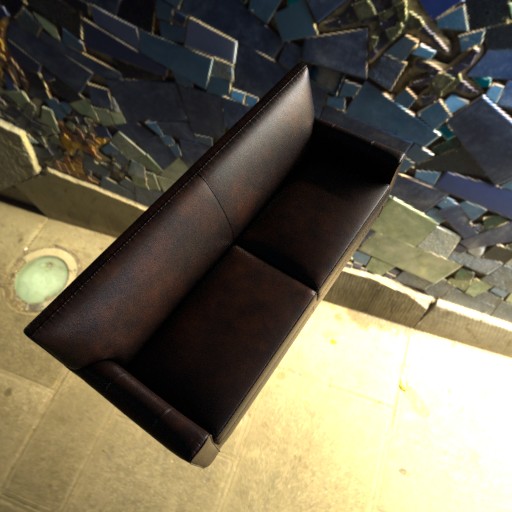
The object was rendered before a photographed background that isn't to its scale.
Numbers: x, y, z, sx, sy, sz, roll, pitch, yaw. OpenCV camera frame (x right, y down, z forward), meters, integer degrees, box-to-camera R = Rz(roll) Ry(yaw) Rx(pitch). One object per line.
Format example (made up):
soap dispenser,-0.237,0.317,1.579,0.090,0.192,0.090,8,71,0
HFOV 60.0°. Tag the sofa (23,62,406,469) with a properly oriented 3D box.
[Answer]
sofa,0.000,0.000,2.350,0.786,0.871,1.995,30,63,17
